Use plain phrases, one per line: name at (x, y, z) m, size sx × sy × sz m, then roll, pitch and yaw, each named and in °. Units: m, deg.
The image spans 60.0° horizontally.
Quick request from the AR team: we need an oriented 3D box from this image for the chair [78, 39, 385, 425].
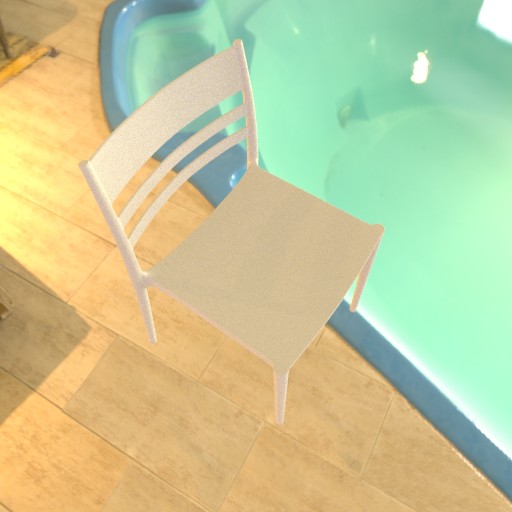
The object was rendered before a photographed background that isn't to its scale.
chair at (0.000, 0.000, 1.143) m, size 0.511 × 0.800 × 0.531 m, roll 31°, pitch 63°, yaw 18°
